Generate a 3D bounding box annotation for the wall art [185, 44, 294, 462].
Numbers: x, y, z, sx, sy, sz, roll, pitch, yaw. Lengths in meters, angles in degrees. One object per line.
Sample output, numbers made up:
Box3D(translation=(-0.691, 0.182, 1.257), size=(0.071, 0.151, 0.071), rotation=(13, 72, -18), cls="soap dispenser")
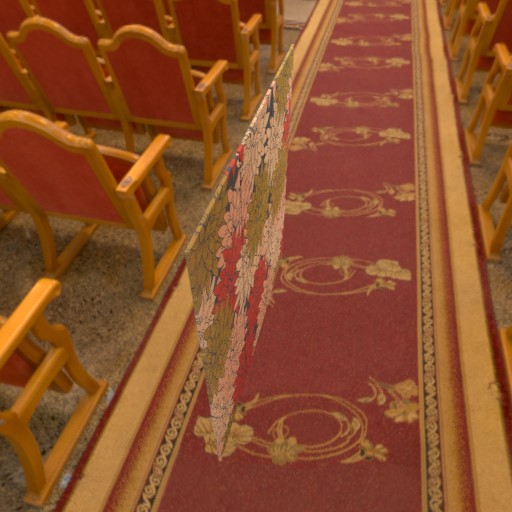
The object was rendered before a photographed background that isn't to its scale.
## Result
Box3D(translation=(0.000, 0.000, 2.258), size=(0.013, 1.534, 1.519), rotation=(10, 47, 10), cls="wall art")
